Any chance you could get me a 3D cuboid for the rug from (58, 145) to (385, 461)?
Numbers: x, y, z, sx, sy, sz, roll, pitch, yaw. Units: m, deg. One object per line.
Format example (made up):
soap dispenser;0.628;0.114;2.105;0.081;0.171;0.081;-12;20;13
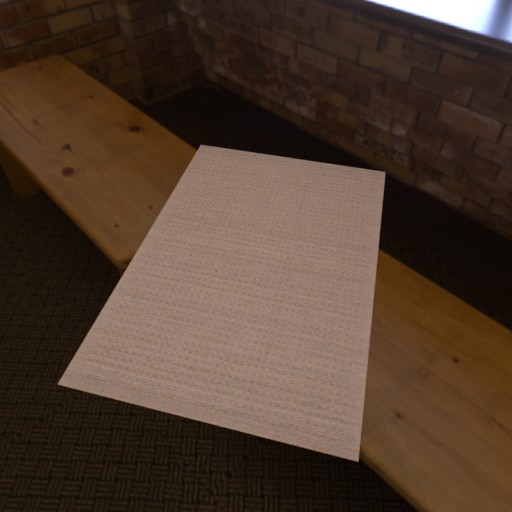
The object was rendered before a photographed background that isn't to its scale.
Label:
rug;0.000;0.000;3.727;1.981;0.006;2.895;11;48;10
